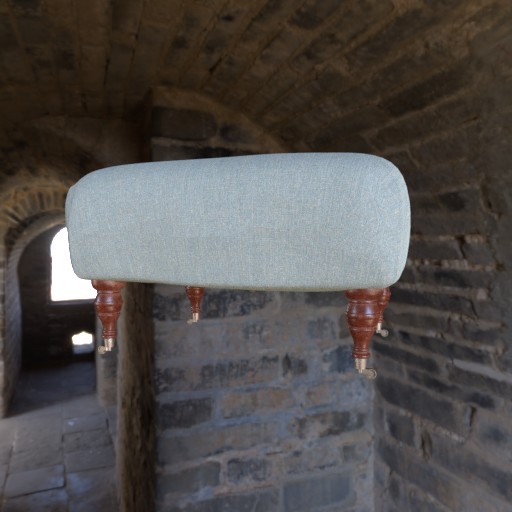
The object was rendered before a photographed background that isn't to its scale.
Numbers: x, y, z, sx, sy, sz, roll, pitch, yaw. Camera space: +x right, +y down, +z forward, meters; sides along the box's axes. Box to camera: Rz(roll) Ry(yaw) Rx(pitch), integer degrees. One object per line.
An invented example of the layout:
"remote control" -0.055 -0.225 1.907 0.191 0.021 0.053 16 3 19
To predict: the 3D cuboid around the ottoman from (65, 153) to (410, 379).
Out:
"ottoman" 0.000 0.000 1.137 0.747 0.450 0.622 0 1 19
